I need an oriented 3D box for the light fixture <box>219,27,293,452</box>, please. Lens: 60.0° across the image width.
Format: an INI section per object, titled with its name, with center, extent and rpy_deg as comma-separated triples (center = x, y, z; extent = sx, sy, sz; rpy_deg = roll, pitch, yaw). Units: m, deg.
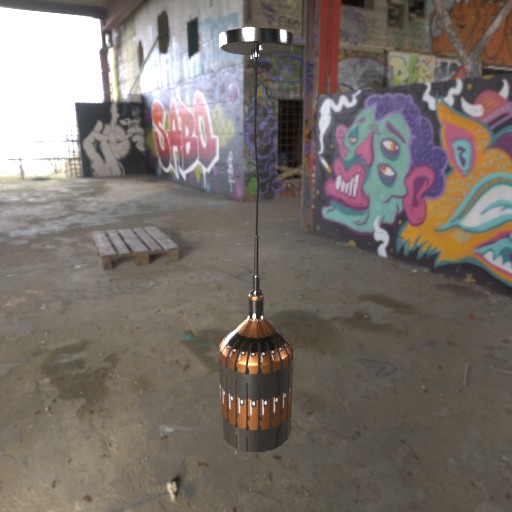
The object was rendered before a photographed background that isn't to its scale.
[light fixture]
center = 0.000, 0.000, 1.694
extent = 0.303, 1.535, 0.303
rpy_deg = 0, 16, 0
